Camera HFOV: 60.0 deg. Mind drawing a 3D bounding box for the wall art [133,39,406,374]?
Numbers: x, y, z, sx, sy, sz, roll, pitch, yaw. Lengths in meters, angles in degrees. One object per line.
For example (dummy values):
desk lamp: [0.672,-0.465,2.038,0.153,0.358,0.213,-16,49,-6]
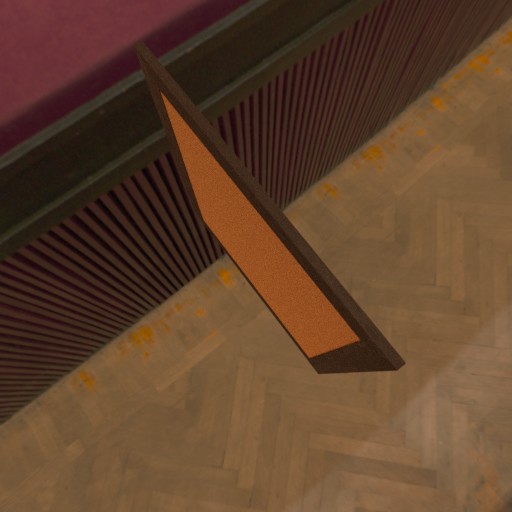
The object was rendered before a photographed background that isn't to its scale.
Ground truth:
wall art: [0.000,0.000,0.759,0.013,0.570,0.476,-36,78,-9]
